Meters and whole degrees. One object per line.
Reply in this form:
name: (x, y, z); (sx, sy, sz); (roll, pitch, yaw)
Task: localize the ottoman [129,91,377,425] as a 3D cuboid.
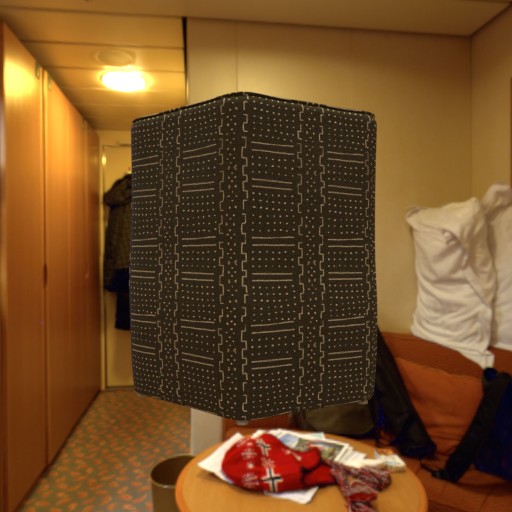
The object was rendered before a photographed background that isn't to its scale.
ottoman: (0.000, 0.000, 0.887); (0.494, 0.502, 0.443); (0, 0, 35)
